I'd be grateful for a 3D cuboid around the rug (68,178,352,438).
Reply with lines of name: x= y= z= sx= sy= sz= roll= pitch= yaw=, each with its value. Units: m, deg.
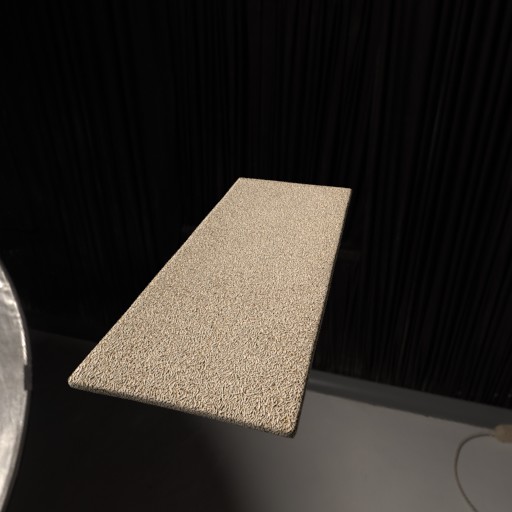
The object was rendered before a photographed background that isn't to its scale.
rug: x=0.000 y=0.000 z=1.721 sx=0.609 sy=0.030 sz=1.524 roll=8 pitch=32 yaw=13
